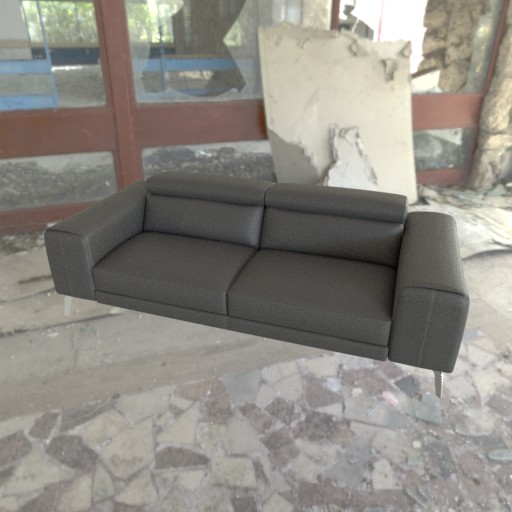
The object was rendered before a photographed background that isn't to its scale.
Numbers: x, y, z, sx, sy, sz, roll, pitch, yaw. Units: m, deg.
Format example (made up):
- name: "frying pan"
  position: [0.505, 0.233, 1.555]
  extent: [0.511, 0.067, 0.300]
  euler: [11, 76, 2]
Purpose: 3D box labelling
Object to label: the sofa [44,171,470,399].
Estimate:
- name: "sofa"
  position: [0.000, 0.000, 2.759]
  extent: [2.321, 0.759, 1.023]
  euler: [9, 28, 16]
